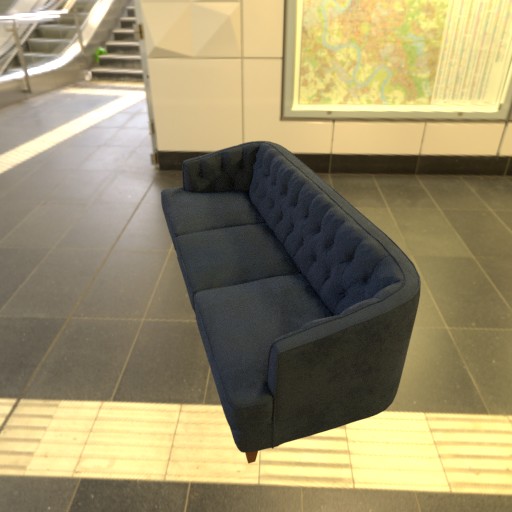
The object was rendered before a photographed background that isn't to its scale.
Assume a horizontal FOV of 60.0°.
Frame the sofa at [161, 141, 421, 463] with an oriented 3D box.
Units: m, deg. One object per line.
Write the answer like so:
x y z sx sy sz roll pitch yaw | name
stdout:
0.000 0.000 2.782 0.941 0.855 2.278 -9 33 -15 | sofa
